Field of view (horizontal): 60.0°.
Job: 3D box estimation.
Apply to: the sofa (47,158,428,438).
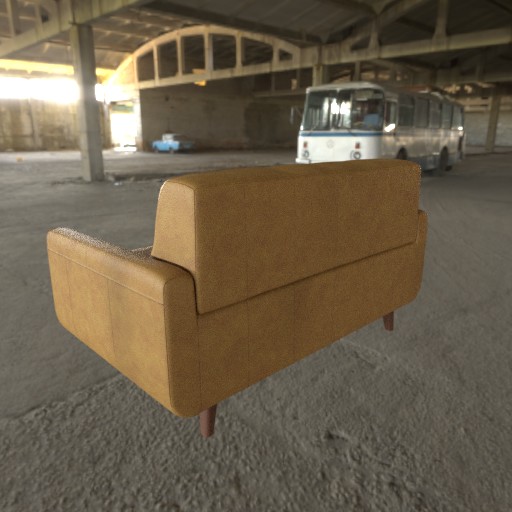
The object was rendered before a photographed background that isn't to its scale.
[{"bbox_3d":[0.000,0.000,2.178,1.651,0.925,0.952,-15,21,-42],"label":"sofa"}]
